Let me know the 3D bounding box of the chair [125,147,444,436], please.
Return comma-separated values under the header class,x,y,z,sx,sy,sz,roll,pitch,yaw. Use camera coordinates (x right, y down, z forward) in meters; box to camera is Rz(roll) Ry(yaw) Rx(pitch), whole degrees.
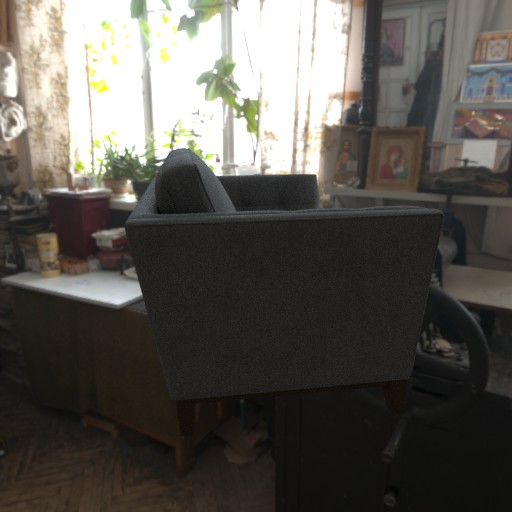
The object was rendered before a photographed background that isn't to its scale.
class,x,y,z,sx,sy,sz,roll,pitch,yaw
chair,0.000,0.000,2.030,0.965,0.942,1.396,-2,15,-9
